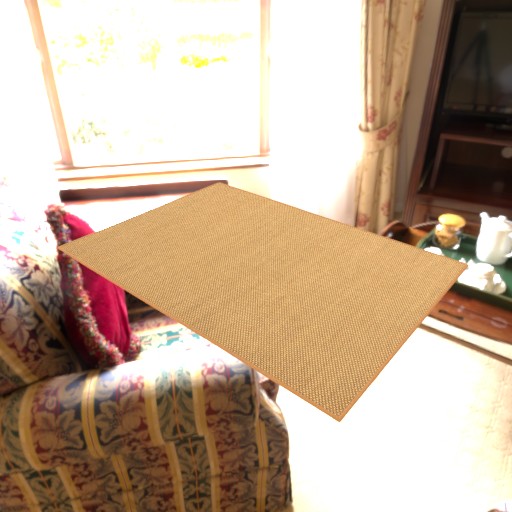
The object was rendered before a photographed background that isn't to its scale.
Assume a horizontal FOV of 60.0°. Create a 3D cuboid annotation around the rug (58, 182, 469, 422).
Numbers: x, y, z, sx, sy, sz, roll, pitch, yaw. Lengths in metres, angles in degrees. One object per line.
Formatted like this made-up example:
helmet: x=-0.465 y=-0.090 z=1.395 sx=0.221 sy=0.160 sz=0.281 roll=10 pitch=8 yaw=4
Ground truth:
rug: x=0.000 y=0.000 z=2.806 sx=2.134 sy=0.013 sz=1.524 roll=23 pitch=38 yaw=34
